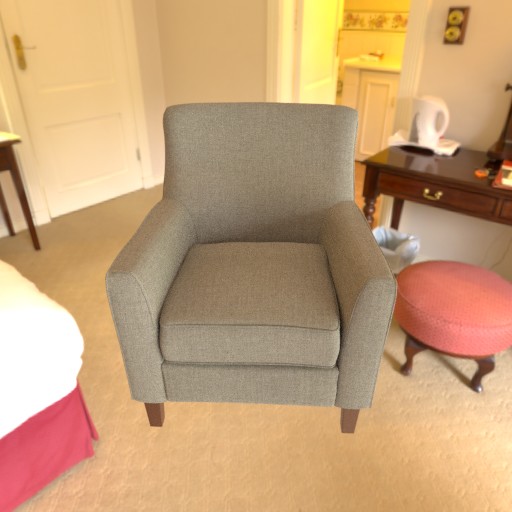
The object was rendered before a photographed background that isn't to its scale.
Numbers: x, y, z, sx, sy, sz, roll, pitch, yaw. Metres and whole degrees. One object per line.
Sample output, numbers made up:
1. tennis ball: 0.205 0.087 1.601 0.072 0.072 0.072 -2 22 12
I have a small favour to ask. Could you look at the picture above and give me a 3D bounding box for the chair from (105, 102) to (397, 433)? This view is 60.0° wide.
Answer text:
1. chair: 0.000 0.000 1.823 0.887 1.047 0.993 1 29 2
